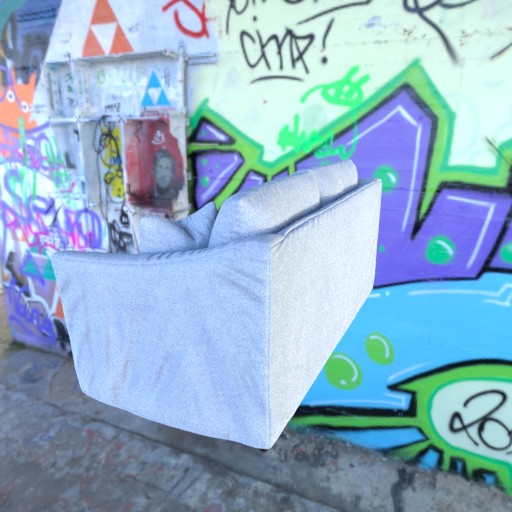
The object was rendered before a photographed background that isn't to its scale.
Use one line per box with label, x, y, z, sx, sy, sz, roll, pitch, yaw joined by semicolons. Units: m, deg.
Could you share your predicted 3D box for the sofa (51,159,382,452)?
sofa;0.000;0.000;2.597;1.072;1.018;2.010;8;18;24
